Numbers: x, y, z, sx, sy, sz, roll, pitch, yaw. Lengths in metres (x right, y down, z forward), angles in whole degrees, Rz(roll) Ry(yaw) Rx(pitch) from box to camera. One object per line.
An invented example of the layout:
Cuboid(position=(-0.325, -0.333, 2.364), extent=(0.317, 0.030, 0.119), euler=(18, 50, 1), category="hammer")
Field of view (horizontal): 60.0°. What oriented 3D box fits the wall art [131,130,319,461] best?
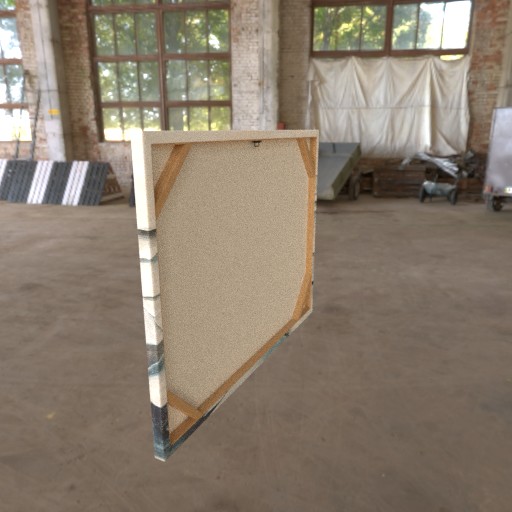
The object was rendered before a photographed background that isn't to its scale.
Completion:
Cuboid(position=(0.000, 0.000, 1.674), extent=(0.039, 0.915, 1.219), euler=(8, 18, 26), category="wall art")
